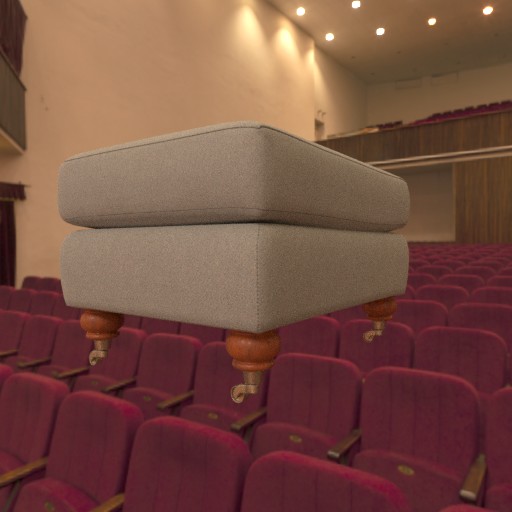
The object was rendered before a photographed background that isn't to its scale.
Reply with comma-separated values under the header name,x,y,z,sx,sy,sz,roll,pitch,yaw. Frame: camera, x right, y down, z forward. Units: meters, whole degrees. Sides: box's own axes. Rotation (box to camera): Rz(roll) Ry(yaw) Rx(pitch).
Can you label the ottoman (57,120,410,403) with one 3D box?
name,x,y,z,sx,sy,sz,roll,pitch,yaw
ottoman,0.000,0.000,1.121,0.569,0.499,0.773,1,2,36
